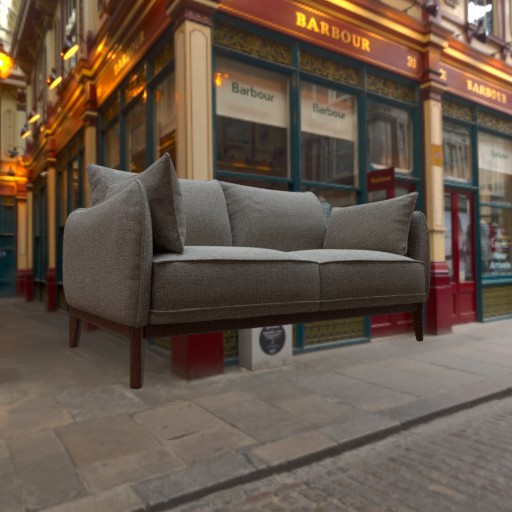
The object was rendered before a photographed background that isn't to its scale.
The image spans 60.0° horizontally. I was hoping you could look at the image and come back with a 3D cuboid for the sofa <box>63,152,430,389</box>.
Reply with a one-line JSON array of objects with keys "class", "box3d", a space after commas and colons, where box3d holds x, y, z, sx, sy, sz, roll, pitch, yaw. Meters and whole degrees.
[{"class": "sofa", "box3d": [0.000, 0.000, 2.124, 1.580, 0.851, 0.972, 1, -1, -35]}]
